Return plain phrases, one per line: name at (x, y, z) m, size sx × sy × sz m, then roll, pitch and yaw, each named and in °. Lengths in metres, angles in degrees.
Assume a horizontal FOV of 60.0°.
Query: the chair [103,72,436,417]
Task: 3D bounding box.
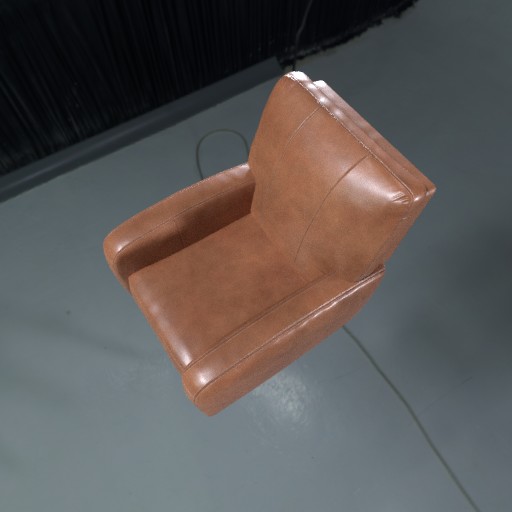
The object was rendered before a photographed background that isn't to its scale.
chair at (0.000, 0.000, 1.739) m, size 0.990 × 0.990 × 0.762 m, roll -32°, pitch 67°, yaw -15°
